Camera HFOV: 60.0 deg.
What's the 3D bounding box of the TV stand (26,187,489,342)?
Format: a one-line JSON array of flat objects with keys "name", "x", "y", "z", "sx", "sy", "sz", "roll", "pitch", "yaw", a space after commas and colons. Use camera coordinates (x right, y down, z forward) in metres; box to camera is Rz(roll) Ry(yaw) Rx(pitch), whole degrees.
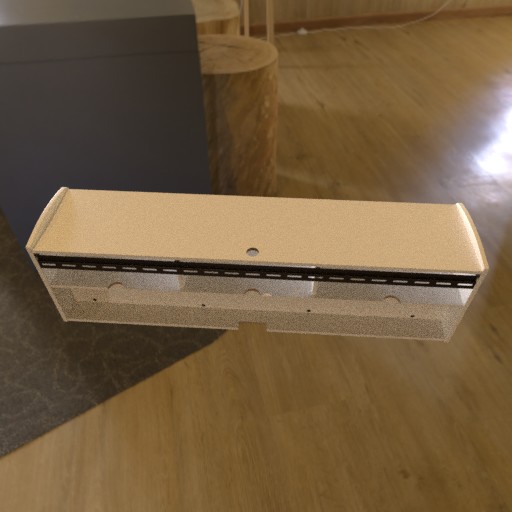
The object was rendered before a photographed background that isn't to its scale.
[{"name": "TV stand", "x": 0.000, "y": 0.000, "z": 1.681, "sx": 1.473, "sy": 0.424, "sz": 0.397, "roll": 3, "pitch": 46, "yaw": 3}]
